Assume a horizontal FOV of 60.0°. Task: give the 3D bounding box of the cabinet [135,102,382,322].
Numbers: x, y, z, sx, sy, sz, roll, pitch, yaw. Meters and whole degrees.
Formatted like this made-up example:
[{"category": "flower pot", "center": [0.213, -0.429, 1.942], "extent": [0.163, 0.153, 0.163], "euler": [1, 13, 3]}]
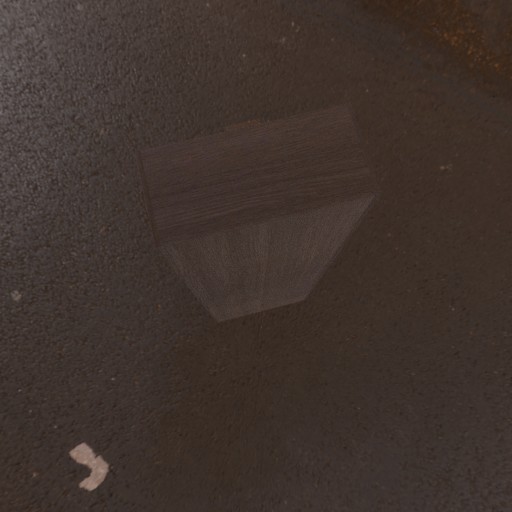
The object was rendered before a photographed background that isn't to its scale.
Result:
[{"category": "cabinet", "center": [0.000, 0.000, 1.799], "extent": [0.520, 1.630, 0.255], "euler": [-14, 76, -4]}]
